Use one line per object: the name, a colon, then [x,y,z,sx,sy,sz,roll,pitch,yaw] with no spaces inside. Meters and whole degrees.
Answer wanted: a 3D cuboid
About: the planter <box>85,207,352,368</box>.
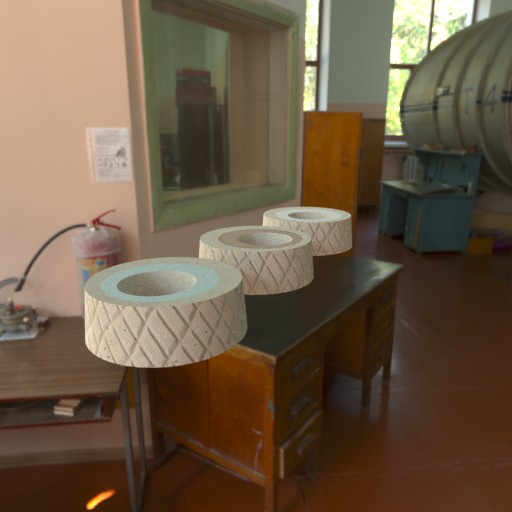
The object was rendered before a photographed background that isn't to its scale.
planter: [0.000,0.000,0.433,0.114,0.038,0.390,8,18,26]
